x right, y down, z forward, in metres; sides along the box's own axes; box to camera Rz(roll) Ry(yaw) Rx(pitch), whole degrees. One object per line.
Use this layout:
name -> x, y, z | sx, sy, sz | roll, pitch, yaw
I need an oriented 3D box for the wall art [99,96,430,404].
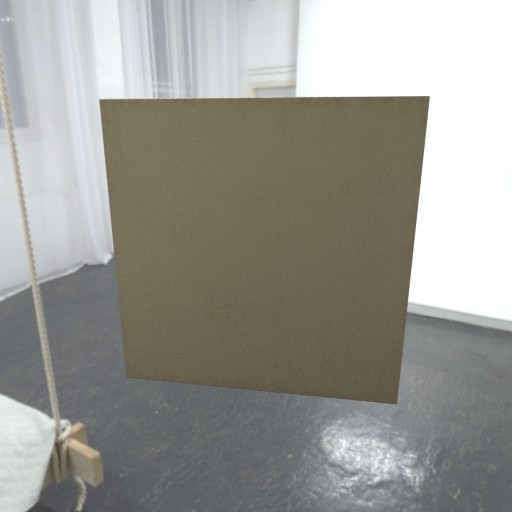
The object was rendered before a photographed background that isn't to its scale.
wall art -> 0.000, 0.000, 0.753 | 0.503, 0.506, 0.030 | 3, 17, 9
